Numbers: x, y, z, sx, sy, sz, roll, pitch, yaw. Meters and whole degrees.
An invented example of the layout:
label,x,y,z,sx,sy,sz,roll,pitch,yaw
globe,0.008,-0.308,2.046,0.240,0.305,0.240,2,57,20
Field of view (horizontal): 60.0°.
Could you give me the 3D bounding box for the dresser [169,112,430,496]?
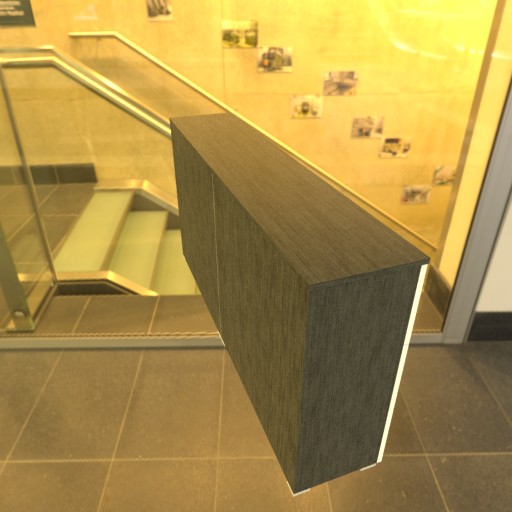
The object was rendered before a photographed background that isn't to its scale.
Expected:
label,x,y,z,sx,sy,sz,roll,pitch,yaw
dresser,0.000,0.000,1.816,0.333,0.790,1.535,-11,33,-18
